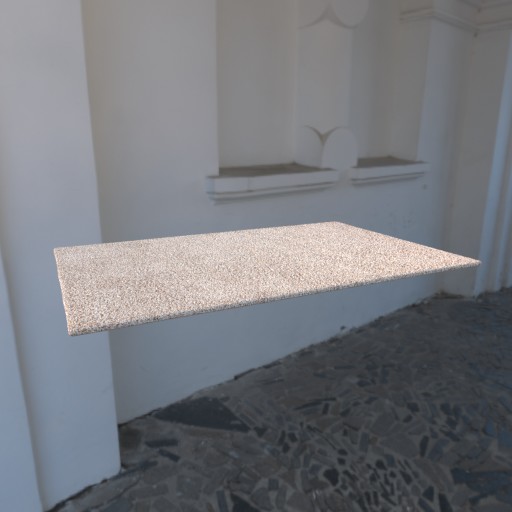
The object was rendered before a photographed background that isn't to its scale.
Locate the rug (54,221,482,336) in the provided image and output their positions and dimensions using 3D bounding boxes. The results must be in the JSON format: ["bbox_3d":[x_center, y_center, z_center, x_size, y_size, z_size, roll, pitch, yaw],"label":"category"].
[{"bbox_3d":[0.000,0.000,3.355,2.743,0.030,1.778,-7,16,-25],"label":"rug"}]
